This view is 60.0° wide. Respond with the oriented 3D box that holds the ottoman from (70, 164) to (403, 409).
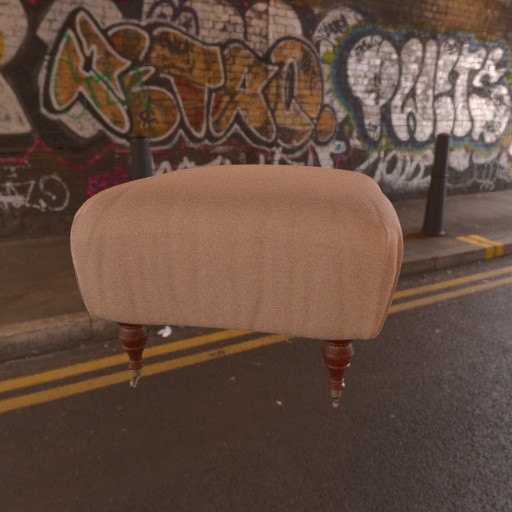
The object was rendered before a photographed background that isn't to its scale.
[{"bbox_3d":[0.000,0.000,1.149,0.639,0.450,0.746,3,16,10],"label":"ottoman"}]
